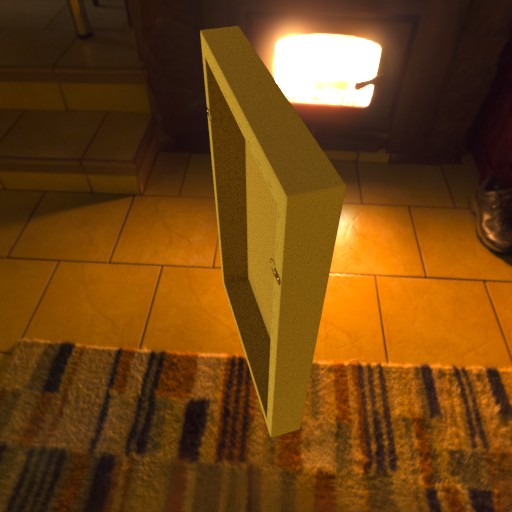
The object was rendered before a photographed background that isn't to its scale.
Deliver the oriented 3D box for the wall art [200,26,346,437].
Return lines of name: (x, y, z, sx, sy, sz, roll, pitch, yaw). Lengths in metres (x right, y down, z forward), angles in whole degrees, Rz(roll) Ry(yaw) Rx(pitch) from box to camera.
wall art: (0.000, 0.000, 0.483, 0.039, 0.381, 0.252, -12, 49, -11)
